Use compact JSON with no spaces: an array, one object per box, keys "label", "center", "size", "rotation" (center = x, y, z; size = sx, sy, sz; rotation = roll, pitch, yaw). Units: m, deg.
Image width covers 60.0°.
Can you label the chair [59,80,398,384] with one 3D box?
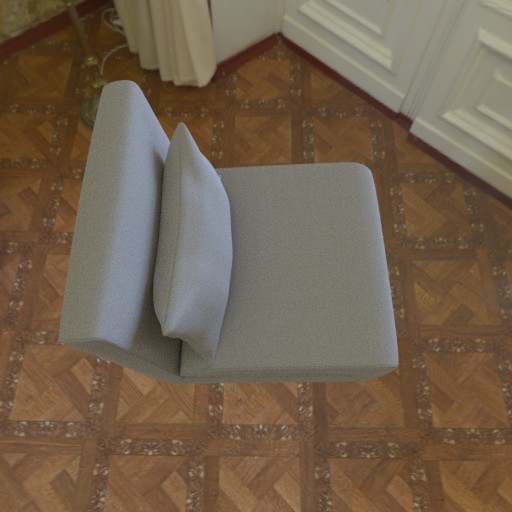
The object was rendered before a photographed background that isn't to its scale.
[{"label":"chair","center":[0.000,0.000,1.474],"size":[0.902,0.808,0.770],"rotation":[0,66,0]}]
